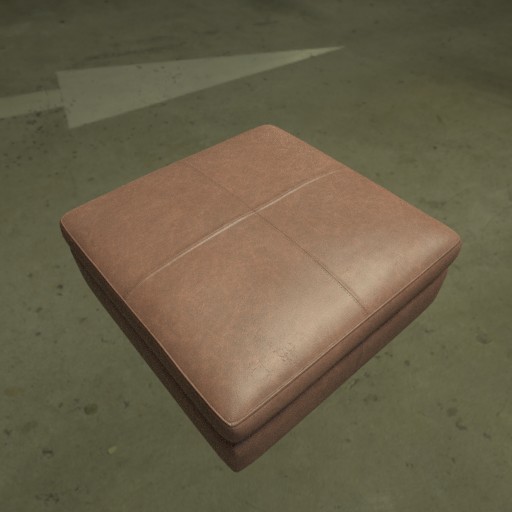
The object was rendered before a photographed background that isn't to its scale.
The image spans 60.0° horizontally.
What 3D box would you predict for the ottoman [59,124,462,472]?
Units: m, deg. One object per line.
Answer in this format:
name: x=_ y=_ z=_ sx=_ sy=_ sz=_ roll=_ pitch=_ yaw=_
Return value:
ottoman: x=0.000 y=0.000 z=1.837 sx=1.168 sy=0.490 sz=1.168 roll=-32 pitch=54 yaw=-27
